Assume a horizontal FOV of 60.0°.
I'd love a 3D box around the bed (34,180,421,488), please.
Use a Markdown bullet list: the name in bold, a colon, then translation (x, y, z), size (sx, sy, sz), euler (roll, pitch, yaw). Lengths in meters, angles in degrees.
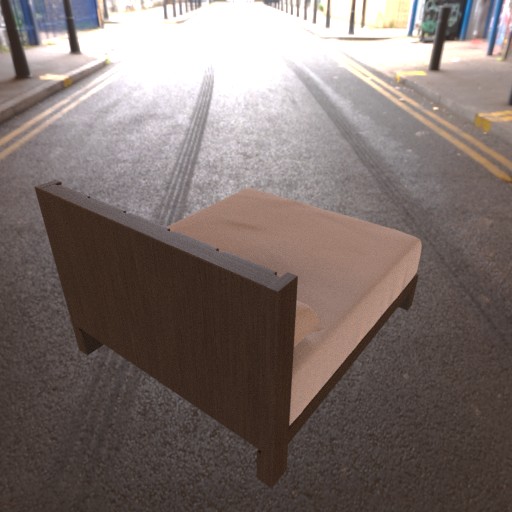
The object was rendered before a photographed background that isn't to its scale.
- **bed**: translation (0.000, 0.000, 3.124), size (1.735, 1.261, 1.992), euler (22, 37, 31)
